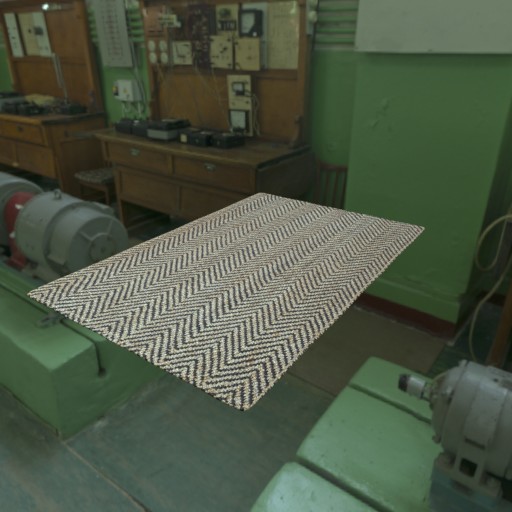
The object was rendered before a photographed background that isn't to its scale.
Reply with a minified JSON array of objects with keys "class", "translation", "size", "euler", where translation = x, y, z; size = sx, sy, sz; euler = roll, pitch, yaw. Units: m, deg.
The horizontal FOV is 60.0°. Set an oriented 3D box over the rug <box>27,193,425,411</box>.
[{"class":"rug","translation":[0.000,0.000,2.316],"size":[1.219,0.008,1.828],"euler":[17,30,31]}]
